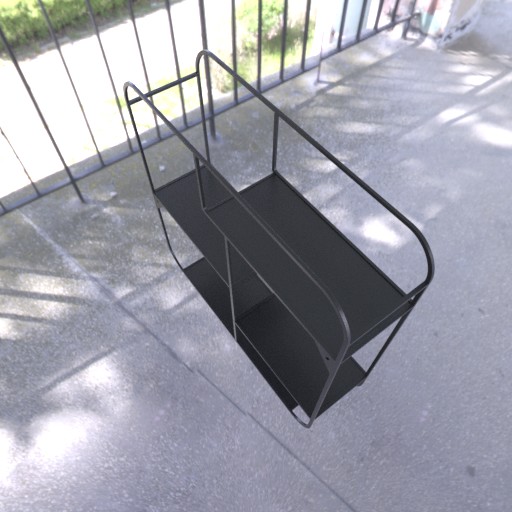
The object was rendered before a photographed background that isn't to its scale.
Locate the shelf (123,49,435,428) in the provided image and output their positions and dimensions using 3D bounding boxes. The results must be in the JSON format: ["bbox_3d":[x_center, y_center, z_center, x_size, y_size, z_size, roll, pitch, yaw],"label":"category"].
[{"bbox_3d":[0.000,0.000,0.914,0.160,0.600,0.600,-32,62,-19],"label":"shelf"}]
